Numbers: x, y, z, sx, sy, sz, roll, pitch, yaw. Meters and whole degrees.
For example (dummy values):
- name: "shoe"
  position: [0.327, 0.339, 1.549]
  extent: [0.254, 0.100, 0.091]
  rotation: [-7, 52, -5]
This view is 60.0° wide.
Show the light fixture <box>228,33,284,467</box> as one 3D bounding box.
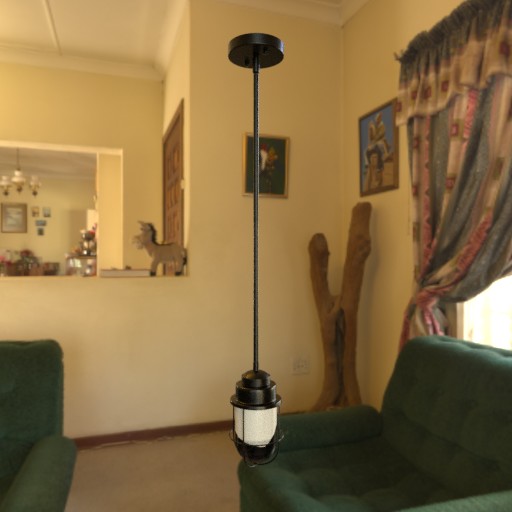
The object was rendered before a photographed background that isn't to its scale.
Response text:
- name: "light fixture"
  position: [0.000, 0.000, 0.975]
  extent: [0.123, 0.920, 0.123]
  rotation: [0, 0, -35]
